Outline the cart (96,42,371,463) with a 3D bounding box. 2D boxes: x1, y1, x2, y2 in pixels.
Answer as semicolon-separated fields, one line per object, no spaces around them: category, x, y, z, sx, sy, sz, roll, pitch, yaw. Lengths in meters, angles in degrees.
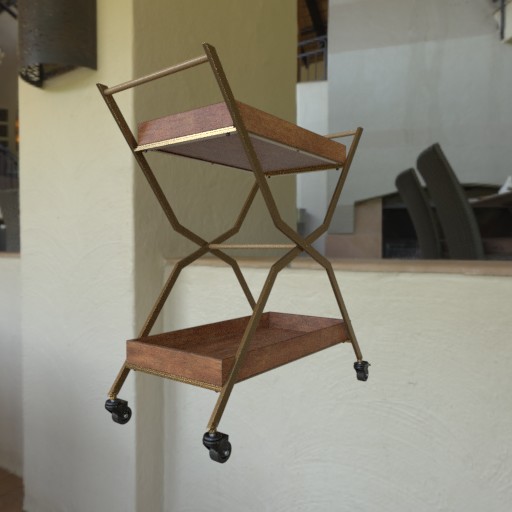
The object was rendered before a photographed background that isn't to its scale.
cart;0.000;0.000;1.336;0.405;0.869;0.836;1;1;37
